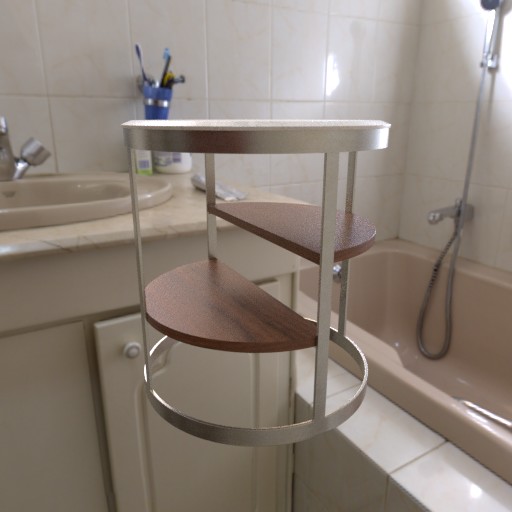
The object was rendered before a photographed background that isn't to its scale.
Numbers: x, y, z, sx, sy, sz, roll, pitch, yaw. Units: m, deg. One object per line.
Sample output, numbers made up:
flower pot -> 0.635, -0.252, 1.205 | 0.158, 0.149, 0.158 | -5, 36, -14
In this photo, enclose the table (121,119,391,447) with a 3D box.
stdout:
table -> 0.000, 0.000, 0.761 | 0.407, 0.447, 0.407 | 0, 17, 0
